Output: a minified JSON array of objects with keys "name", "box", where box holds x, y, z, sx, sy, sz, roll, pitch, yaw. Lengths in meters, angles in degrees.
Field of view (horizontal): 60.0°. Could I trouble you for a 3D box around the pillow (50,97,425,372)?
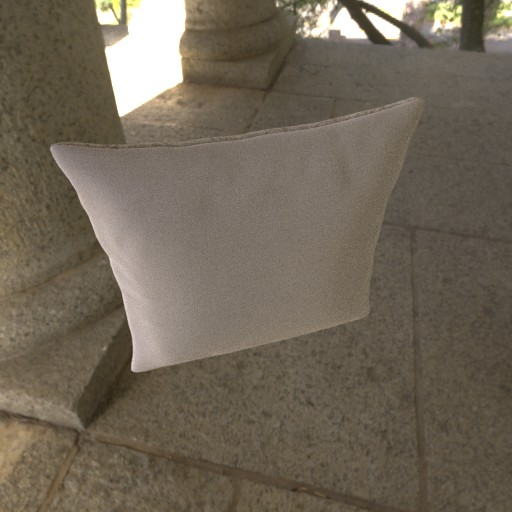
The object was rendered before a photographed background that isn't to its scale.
[{"name":"pillow","box":[0.000,0.000,0.767,0.523,0.510,0.166,-11,44,-12]}]
